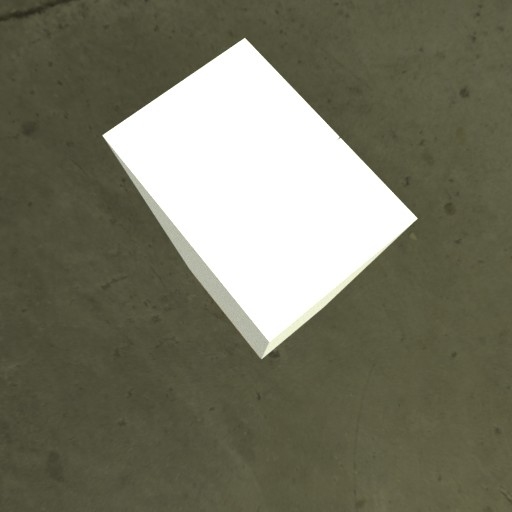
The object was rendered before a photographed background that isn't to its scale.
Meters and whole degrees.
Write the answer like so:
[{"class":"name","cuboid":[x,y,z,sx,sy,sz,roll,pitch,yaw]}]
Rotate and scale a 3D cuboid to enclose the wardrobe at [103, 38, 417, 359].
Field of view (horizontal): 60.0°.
[{"class":"wardrobe","cuboid":[0.000,0.000,2.407,0.600,2.040,0.860,-38,79,-9]}]
